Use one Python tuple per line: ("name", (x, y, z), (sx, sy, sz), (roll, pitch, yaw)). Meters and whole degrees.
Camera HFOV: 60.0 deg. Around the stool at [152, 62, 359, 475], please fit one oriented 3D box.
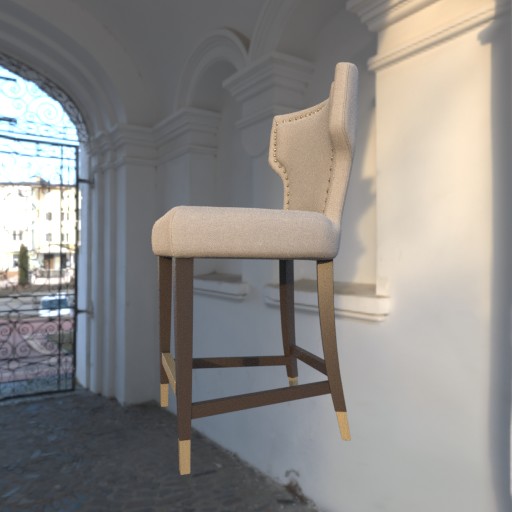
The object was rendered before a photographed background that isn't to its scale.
("stool", (0.000, 0.000, 1.297), (0.563, 0.982, 0.527), (0, 0, -17))
